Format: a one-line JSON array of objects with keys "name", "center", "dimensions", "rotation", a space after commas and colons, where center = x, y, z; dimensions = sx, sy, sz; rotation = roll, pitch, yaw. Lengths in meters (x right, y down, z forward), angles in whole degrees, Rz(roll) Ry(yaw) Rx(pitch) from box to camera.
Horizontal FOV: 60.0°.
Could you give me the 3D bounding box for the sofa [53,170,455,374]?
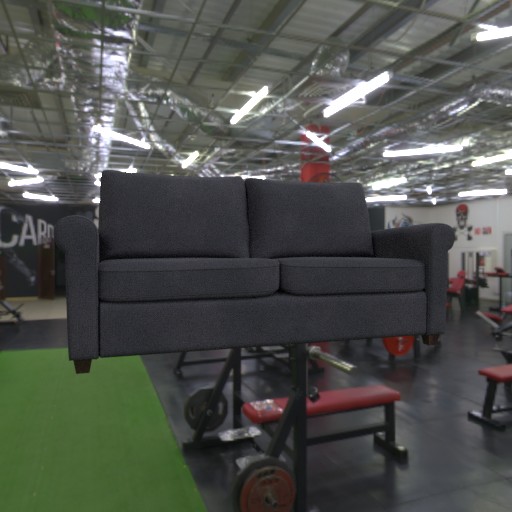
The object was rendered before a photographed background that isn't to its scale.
[{"name": "sofa", "center": [0.000, 0.000, 2.428], "dimensions": [1.935, 0.942, 0.842], "rotation": [0, 1, -18]}]
